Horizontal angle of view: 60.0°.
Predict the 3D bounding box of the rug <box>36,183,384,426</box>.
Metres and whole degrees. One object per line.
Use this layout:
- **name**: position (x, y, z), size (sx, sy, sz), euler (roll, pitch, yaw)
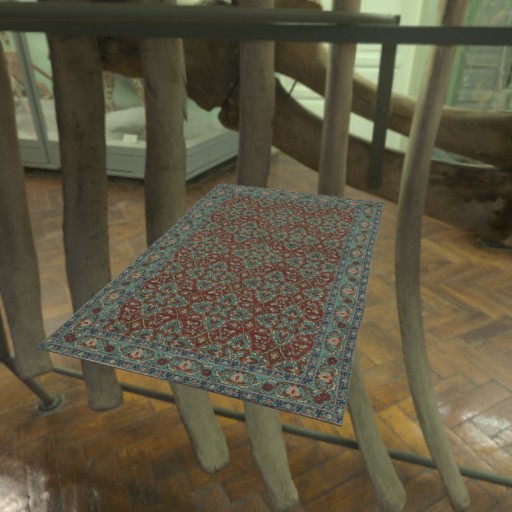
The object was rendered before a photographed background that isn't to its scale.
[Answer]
- **rug**: position (0.000, 0.000, 3.015), size (1.533, 0.011, 2.439), euler (9, 31, 16)
